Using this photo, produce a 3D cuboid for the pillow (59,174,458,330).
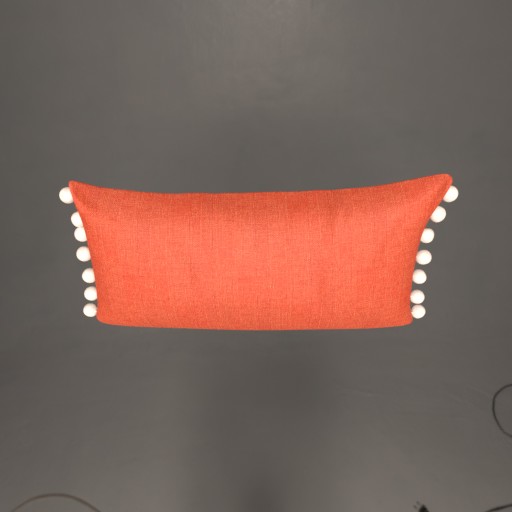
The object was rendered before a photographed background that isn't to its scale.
[{"bbox_3d":[0.000,0.000,0.831,0.709,0.322,0.201,0,31,0],"label":"pillow"}]
